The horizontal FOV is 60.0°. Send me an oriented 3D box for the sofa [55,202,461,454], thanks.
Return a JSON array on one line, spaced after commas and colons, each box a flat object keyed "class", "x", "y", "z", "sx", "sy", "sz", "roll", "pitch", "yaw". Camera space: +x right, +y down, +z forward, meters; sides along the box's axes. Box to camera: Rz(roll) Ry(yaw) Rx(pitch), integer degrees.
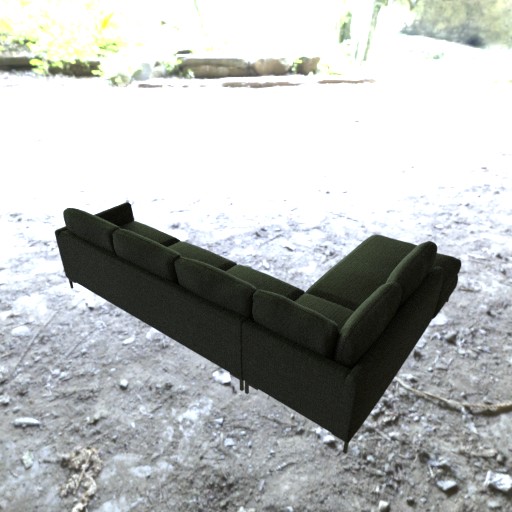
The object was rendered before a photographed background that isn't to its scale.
[{"class": "sofa", "x": 0.000, "y": 0.000, "z": 3.865, "sx": 2.949, "sy": 0.815, "sz": 2.007, "roll": 21, "pitch": 37, "yaw": 31}]
